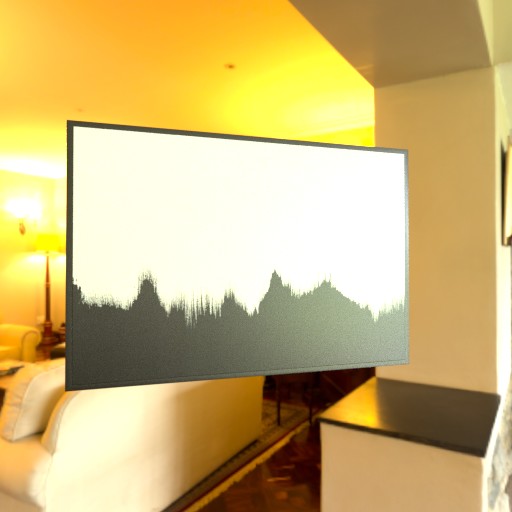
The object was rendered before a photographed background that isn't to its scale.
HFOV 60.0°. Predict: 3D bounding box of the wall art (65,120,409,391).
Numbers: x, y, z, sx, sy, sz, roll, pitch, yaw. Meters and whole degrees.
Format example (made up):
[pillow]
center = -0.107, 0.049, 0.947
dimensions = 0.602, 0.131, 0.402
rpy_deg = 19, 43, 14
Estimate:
[wall art]
center = 0.000, 0.000, 0.833
dimensions = 0.659, 0.446, 0.022
rpy_deg = 0, -1, -17
